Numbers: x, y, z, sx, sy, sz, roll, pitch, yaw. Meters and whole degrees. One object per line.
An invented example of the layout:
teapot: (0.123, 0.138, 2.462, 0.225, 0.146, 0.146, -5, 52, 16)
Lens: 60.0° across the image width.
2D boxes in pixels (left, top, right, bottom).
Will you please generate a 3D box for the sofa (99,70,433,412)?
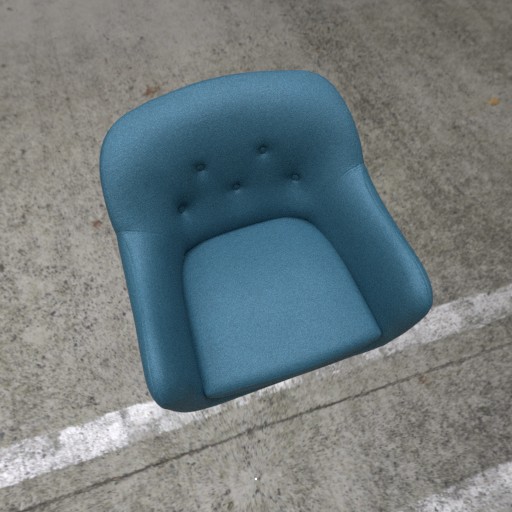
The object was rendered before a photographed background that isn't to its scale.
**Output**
sofa: (0.000, 0.000, 1.497, 0.836, 0.817, 0.825, -17, 65, -8)
